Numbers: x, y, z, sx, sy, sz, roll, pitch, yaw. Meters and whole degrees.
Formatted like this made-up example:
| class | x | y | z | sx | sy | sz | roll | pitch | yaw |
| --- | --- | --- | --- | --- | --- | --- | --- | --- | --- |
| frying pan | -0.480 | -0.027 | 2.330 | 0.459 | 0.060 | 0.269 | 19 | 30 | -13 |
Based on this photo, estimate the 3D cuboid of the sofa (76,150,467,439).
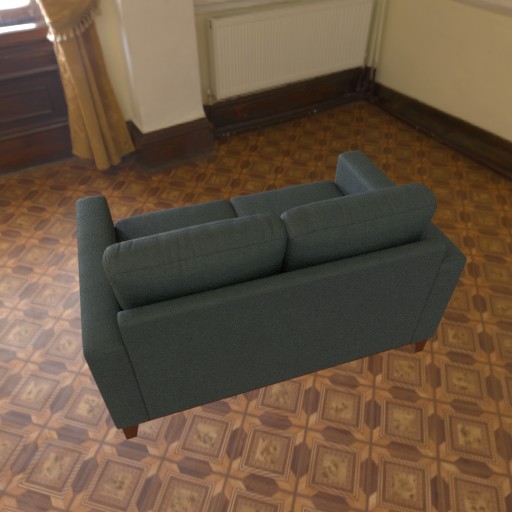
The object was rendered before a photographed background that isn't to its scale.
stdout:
| class | x | y | z | sx | sy | sz | roll | pitch | yaw |
| --- | --- | --- | --- | --- | --- | --- | --- | --- | --- |
| sofa | 0.000 | 0.000 | 2.051 | 1.489 | 0.903 | 0.955 | -13 | 44 | -13 |
